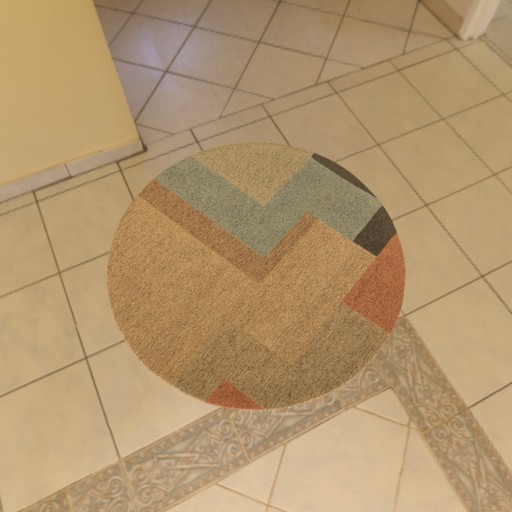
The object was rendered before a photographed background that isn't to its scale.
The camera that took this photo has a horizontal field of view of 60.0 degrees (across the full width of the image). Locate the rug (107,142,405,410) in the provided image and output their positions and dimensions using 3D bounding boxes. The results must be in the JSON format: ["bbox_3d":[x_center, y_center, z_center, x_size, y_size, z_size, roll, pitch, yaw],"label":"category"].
[{"bbox_3d":[0.000,0.000,3.693,2.461,0.033,2.461,0,62,0],"label":"rug"}]
